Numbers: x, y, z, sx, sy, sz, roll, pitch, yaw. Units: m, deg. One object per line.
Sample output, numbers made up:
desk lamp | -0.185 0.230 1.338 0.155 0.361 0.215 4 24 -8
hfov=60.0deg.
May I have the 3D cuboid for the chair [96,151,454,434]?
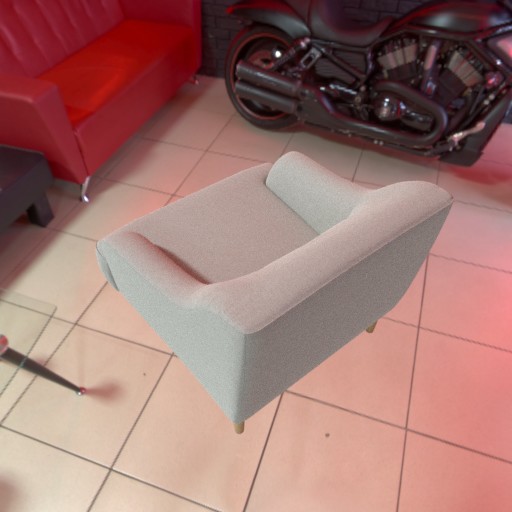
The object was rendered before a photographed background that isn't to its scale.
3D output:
chair | 0.000 0.000 1.685 0.946 0.818 0.951 -30 53 -25
